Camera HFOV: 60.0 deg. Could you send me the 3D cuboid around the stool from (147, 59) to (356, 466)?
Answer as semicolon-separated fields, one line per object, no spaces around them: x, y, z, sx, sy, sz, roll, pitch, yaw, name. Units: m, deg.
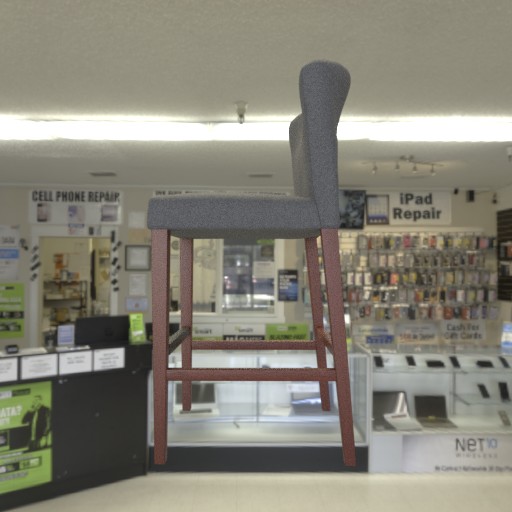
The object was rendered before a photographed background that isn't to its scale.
0.000;0.000;1.353;0.568;1.069;0.481;0;-1;1;stool
